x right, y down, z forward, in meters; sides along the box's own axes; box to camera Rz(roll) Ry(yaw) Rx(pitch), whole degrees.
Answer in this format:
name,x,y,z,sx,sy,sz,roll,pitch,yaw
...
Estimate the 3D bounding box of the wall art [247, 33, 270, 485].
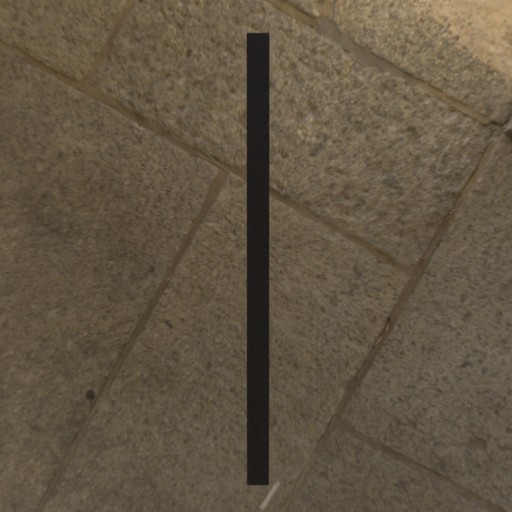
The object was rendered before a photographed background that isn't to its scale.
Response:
name,x,y,z,sx,sy,sz,roll,pitch,yaw
wall art,0.000,0.000,1.126,0.038,0.762,0.762,0,92,-1
